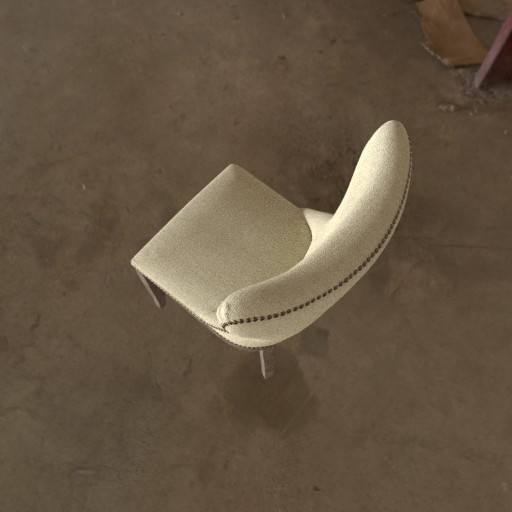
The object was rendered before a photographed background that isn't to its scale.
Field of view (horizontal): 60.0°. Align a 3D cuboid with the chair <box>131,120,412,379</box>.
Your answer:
[{"bbox_3d":[0.000,0.000,1.450,0.681,1.002,0.654,36,70,16],"label":"chair"}]
